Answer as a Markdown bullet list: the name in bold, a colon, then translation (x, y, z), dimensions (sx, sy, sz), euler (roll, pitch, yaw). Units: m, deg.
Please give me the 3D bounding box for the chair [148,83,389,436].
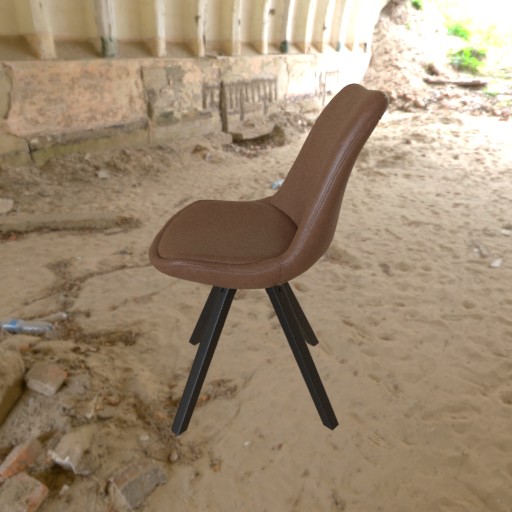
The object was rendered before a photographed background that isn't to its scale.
- **chair**: translation (0.000, 0.000, 1.188), dimensions (0.550, 0.850, 0.475), euler (0, 25, -1)
